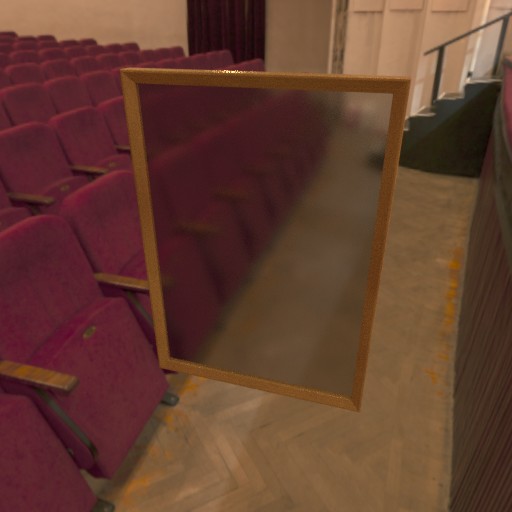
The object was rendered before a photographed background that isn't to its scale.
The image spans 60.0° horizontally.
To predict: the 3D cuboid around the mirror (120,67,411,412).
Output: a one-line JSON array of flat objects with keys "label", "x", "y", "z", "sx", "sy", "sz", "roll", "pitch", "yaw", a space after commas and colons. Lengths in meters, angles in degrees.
[{"label": "mirror", "x": 0.000, "y": 0.000, "z": 0.924, "sx": 0.507, "sy": 0.710, "sz": 0.039, "roll": 8, "pitch": 29, "yaw": 15}]
